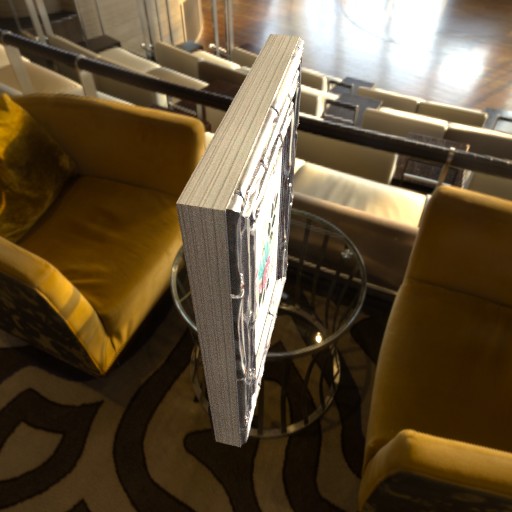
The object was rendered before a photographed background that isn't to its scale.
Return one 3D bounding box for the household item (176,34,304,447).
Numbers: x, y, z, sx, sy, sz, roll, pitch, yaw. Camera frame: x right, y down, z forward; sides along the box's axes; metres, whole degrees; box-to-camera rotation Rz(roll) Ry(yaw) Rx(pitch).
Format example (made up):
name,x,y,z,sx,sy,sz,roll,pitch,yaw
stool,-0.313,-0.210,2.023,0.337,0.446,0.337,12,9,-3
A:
name,x,y,z,sx,sy,sz,roll,pitch,yaw
household item,0.000,0.000,0.289,0.025,0.216,0.165,9,47,9
